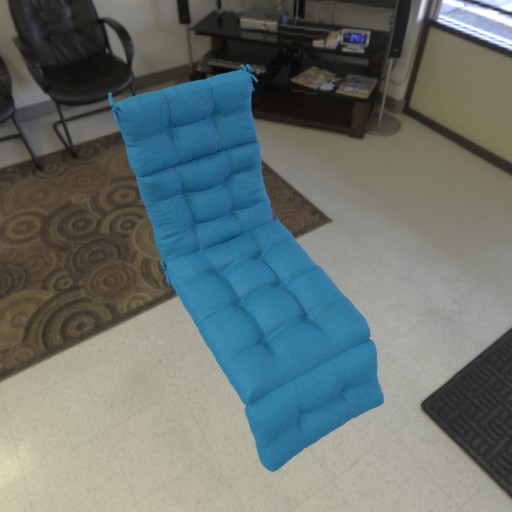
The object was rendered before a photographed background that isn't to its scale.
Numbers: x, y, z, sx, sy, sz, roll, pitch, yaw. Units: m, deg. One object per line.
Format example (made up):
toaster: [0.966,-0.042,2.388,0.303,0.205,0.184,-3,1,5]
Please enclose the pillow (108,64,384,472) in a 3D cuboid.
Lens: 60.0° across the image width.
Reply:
pillow: [0.000,0.000,1.475,0.526,0.863,1.016,-23,51,-20]
